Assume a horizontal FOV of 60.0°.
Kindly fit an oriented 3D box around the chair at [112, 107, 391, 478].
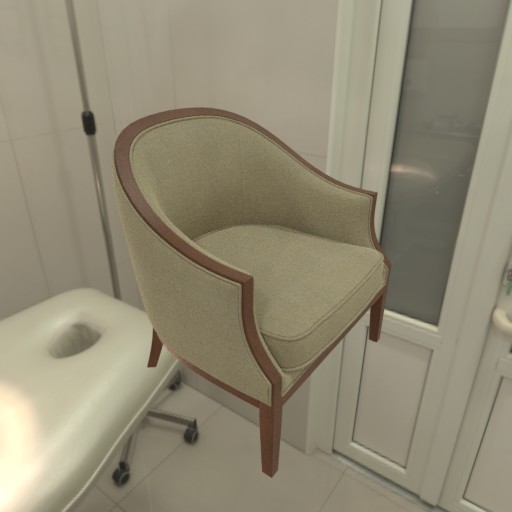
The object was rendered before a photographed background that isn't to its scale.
[{"bbox_3d":[0.000,0.000,1.485,0.735,0.876,0.803,18,32,32],"label":"chair"}]
